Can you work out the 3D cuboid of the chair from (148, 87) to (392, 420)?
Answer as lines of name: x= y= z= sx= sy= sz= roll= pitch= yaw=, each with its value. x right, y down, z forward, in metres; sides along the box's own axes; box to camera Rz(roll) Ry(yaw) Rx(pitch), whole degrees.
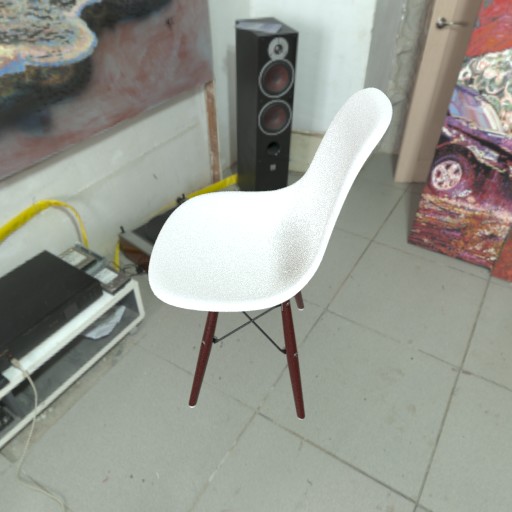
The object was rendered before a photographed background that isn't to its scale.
chair: x=0.000 y=0.000 z=1.155 sx=0.533 sy=0.826 sz=0.470 roll=2 pitch=40 yaw=2
